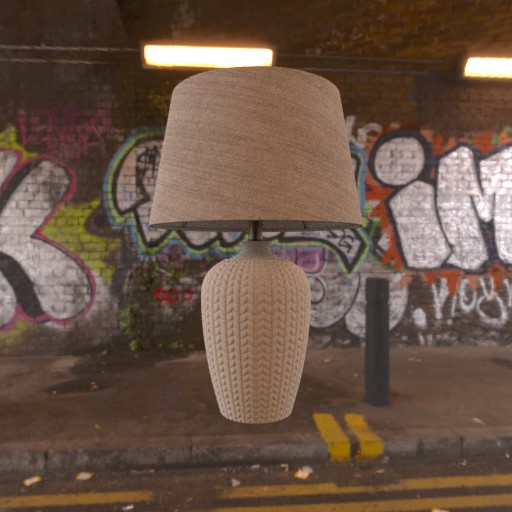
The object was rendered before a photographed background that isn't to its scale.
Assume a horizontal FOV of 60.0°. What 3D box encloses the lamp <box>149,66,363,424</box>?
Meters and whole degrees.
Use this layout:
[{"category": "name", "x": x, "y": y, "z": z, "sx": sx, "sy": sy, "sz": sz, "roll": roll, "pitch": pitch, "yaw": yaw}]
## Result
[{"category": "lamp", "x": 0.000, "y": 0.000, "z": 0.828, "sx": 0.390, "sy": 0.580, "sz": 0.390, "roll": 0, "pitch": 1, "yaw": 0}]
